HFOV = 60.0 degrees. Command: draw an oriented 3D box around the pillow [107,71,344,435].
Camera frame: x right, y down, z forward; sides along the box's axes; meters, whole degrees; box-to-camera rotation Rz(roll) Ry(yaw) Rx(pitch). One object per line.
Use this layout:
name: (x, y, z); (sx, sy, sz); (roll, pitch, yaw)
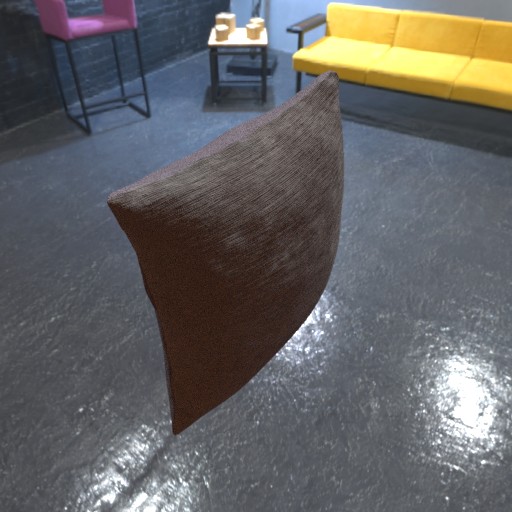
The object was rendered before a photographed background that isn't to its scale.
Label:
pillow: (0.000, 0.000, 0.677); (0.204, 0.439, 0.452); (24, 46, 26)
